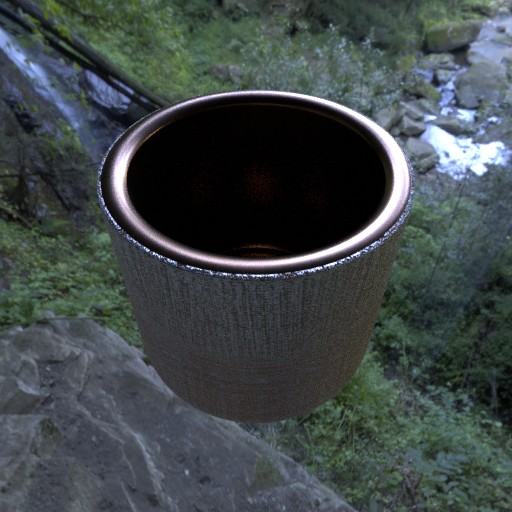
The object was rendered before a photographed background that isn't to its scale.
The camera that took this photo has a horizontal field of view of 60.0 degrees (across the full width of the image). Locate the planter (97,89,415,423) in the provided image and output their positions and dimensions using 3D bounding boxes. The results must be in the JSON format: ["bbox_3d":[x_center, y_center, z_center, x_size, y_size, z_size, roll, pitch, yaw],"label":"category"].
[{"bbox_3d":[0.000,0.000,0.186,0.109,0.096,0.109,0,47,0],"label":"planter"}]
